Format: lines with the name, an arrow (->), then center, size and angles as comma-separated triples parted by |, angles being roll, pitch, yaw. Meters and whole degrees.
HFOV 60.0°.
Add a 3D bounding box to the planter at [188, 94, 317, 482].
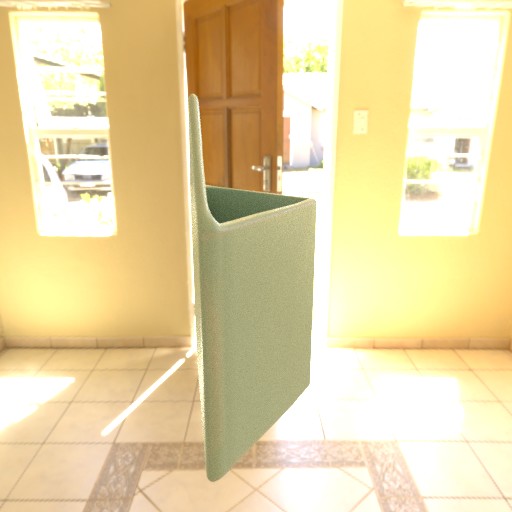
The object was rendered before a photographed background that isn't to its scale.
planter -> 0.000, 0.000, 0.288 | 0.079, 0.197, 0.164 | -3, 16, -9
